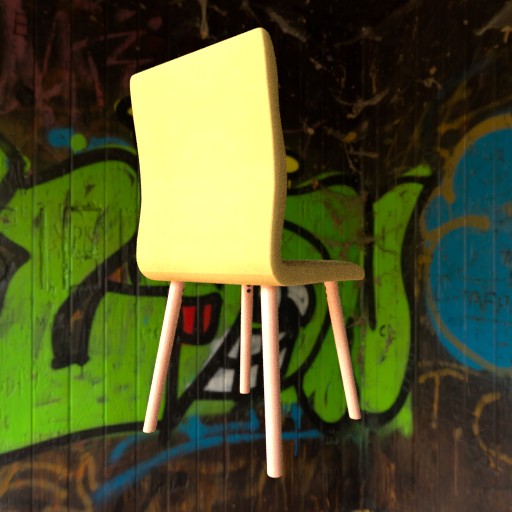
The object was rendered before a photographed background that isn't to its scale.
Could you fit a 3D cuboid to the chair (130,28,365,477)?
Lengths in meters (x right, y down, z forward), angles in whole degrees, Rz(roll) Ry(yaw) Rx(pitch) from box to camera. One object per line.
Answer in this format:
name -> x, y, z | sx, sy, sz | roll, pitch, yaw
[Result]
chair -> 0.000, 0.000, 1.275 | 0.450, 0.965, 0.550 | 0, 0, 36
